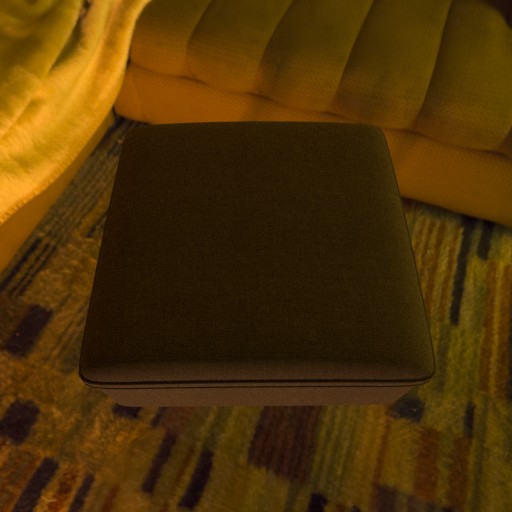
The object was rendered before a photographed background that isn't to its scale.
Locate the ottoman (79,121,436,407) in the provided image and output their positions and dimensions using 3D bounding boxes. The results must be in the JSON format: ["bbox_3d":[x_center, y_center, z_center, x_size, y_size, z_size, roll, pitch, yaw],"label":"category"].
[{"bbox_3d":[0.000,0.000,1.688,1.067,0.559,1.067,0,59,0],"label":"ottoman"}]
